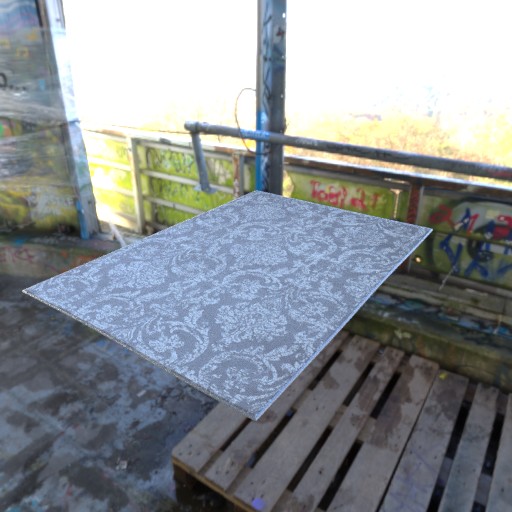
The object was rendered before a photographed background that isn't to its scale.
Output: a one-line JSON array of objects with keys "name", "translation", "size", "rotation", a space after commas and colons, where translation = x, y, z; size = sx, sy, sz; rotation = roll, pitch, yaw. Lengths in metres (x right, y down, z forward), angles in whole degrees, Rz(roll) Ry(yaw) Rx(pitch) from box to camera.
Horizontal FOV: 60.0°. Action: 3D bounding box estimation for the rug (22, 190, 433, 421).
[{"name": "rug", "translation": [0.000, 0.000, 2.821], "size": [1.578, 0.014, 2.206], "rotation": [17, 31, 32]}]
